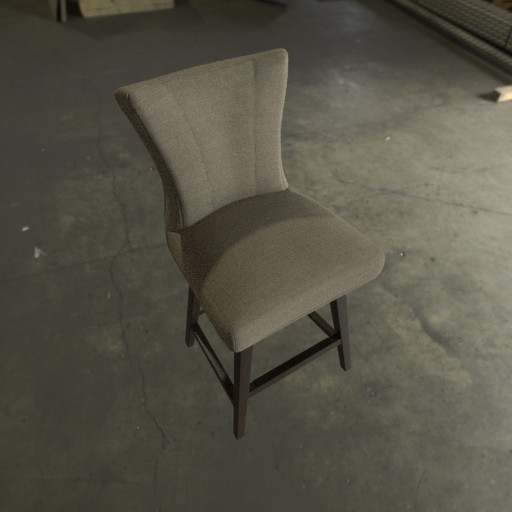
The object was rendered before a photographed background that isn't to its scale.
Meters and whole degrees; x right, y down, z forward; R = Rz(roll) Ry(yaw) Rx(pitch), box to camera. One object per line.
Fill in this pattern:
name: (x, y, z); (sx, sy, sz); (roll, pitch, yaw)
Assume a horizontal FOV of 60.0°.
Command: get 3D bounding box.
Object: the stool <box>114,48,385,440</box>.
stool: (0.000, 0.000, 1.364); (0.514, 1.000, 0.574); (-24, 50, -23)
